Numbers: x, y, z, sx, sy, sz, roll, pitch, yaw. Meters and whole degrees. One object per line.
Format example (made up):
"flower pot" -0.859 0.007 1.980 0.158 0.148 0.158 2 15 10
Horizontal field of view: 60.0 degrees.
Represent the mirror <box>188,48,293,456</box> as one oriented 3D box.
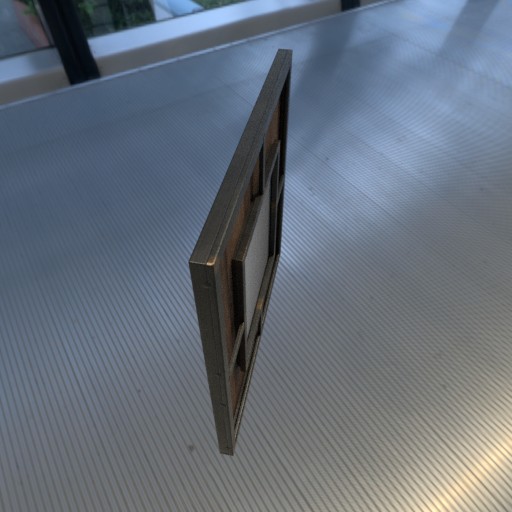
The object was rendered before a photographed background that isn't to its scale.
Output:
"mirror" 0.000 0.000 0.582 0.020 0.381 0.382 9 47 8
